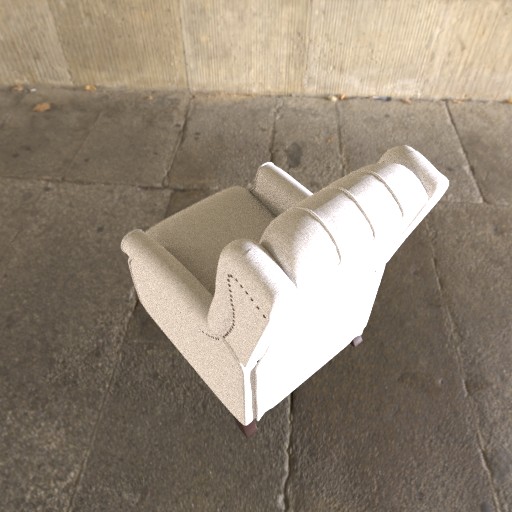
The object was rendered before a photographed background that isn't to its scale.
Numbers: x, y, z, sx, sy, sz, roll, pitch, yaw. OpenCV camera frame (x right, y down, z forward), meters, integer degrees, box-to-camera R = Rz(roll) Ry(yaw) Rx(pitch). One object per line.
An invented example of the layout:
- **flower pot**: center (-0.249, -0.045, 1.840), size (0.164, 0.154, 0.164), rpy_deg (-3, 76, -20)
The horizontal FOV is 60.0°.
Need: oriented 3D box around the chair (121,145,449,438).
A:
- **chair**: center (0.000, 0.000, 1.634), size (0.742, 1.035, 0.902), rpy_deg (-32, 55, -26)
